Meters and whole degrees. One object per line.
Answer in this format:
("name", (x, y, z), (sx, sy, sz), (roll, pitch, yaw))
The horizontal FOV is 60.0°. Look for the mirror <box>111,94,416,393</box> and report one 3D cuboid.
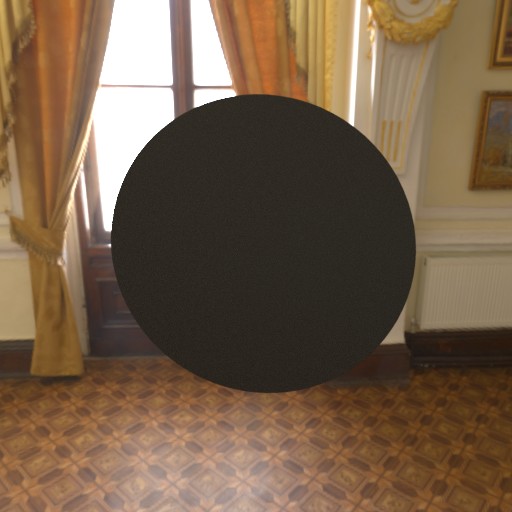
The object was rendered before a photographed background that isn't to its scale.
("mirror", (0.000, 0.000, 1.568), (1.077, 1.077, 0.036), (2, 16, 9))
